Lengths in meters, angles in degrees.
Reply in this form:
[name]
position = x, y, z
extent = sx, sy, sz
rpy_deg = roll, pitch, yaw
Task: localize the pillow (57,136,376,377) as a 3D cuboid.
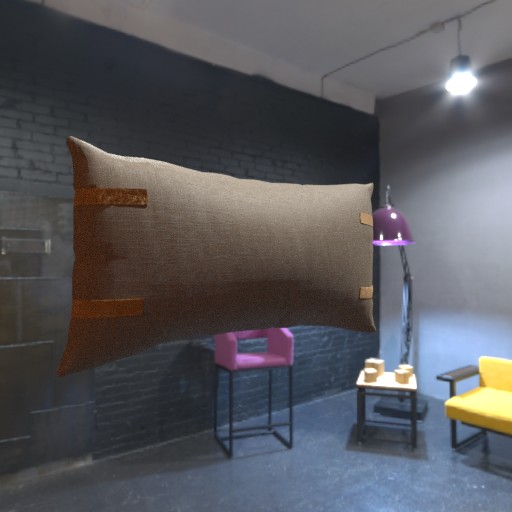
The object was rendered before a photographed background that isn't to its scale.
[pillow]
position = 0.000, 0.000, 0.734
extent = 0.612, 0.308, 0.148
rpy_deg = 1, -1, -37
